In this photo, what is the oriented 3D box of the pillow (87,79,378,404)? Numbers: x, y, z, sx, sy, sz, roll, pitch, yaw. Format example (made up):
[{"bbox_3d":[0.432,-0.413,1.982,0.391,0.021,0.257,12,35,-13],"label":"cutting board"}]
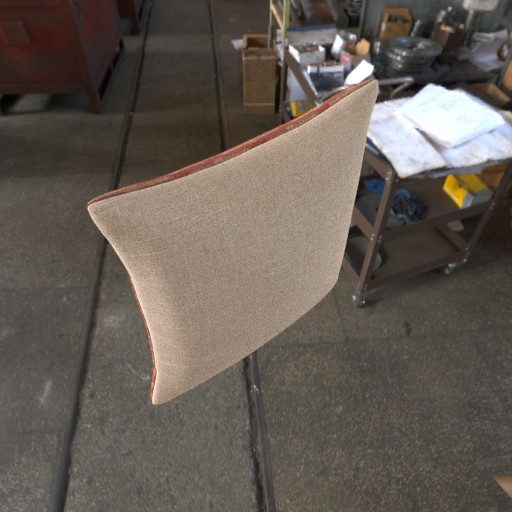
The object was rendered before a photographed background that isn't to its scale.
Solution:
[{"bbox_3d":[0.000,0.000,0.791,0.511,0.503,0.182,-31,53,-26],"label":"pillow"}]
